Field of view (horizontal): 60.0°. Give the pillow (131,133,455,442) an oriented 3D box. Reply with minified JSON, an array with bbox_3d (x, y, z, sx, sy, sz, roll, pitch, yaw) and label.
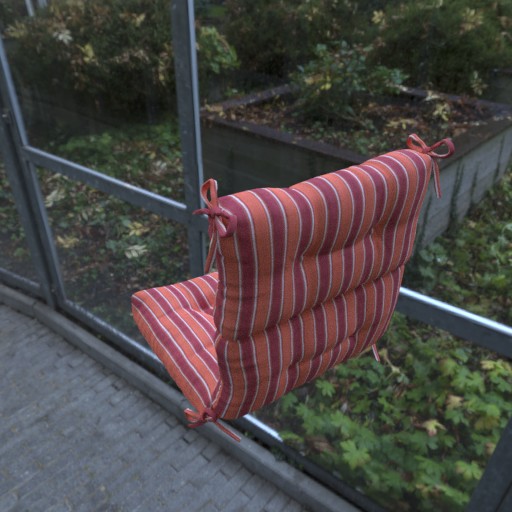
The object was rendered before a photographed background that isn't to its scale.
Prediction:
[{"bbox_3d":[0.000,0.000,1.019,0.519,0.605,0.571,-20,37,-28],"label":"pillow"}]
